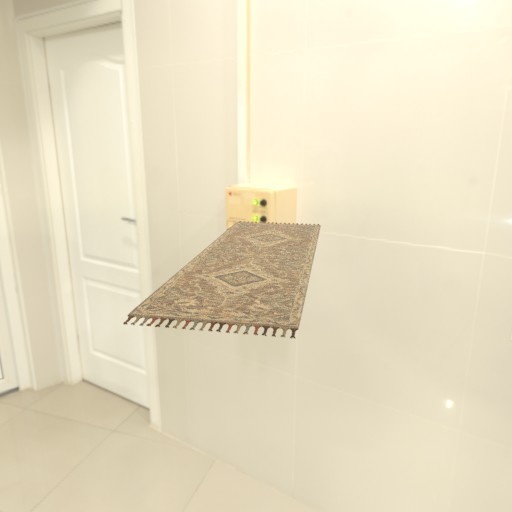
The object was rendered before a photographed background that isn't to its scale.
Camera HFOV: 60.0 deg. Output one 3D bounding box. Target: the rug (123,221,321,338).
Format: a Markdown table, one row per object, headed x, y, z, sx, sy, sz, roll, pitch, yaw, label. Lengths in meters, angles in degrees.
| x | y | z | sx | sy | sz | roll | pitch | yaw | label |
| --- | --- | --- | --- | --- | --- | --- | --- | --- | --- |
| 0.000 | 0.000 | 2.853 | 1.324 | 0.018 | 2.378 | 7 | 17 | 25 | rug |
